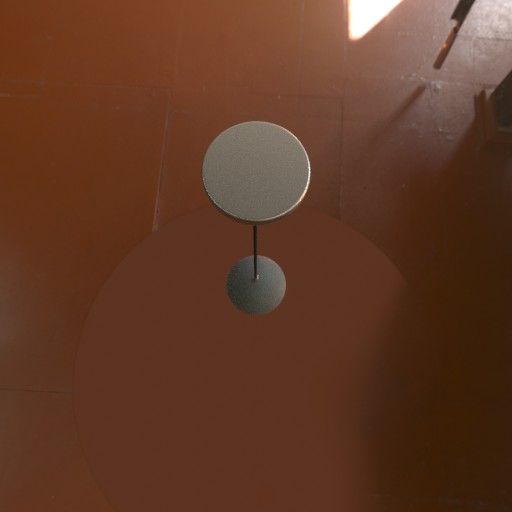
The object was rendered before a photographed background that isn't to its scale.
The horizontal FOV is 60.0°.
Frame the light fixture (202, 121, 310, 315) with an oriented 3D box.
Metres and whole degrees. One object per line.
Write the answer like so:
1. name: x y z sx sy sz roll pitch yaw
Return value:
1. light fixture: 0.000 0.000 0.849 0.153 0.760 0.153 37 79 9
